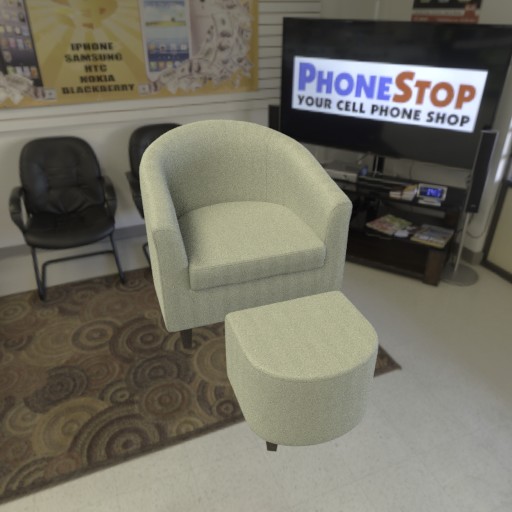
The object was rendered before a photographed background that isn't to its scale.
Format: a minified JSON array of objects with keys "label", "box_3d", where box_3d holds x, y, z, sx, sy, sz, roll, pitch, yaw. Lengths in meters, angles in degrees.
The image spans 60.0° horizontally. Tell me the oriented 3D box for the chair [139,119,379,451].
[{"label":"chair","box_3d":[0.000,0.000,1.691,0.756,0.757,1.288,-10,31,-17]}]
